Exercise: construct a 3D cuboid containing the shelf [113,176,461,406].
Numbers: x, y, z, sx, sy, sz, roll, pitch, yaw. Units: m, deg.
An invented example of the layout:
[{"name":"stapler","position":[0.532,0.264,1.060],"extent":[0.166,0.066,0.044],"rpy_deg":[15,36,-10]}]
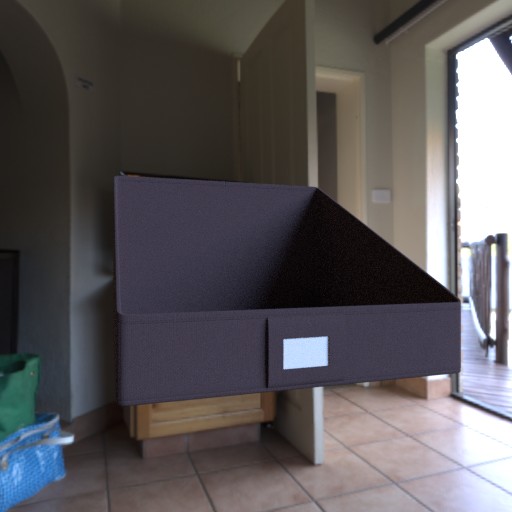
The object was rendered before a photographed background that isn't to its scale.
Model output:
[{"name":"shelf","position":[0.000,0.000,0.480],"extent":[0.292,0.210,0.292],"rpy_deg":[0,0,-18]}]
